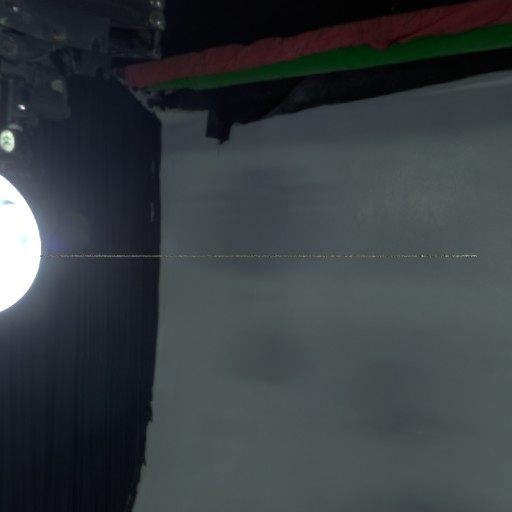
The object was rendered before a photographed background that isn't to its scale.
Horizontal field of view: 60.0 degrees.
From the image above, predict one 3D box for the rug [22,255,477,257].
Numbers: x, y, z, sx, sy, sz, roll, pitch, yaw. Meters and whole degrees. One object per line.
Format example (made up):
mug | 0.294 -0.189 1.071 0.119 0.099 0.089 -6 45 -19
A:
rug | 0.000 0.000 2.969 2.440 0.010 1.528 0 0 17
